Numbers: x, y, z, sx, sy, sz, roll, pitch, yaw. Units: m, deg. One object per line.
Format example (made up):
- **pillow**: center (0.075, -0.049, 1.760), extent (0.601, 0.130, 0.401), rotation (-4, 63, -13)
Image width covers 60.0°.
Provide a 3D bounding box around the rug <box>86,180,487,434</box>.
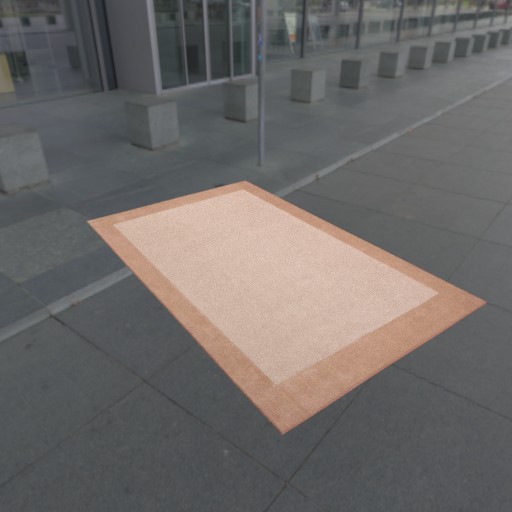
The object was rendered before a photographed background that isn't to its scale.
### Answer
- **rug**: center (0.000, 0.000, 3.024), extent (1.524, 0.014, 2.438), rotation (-20, 36, -31)
